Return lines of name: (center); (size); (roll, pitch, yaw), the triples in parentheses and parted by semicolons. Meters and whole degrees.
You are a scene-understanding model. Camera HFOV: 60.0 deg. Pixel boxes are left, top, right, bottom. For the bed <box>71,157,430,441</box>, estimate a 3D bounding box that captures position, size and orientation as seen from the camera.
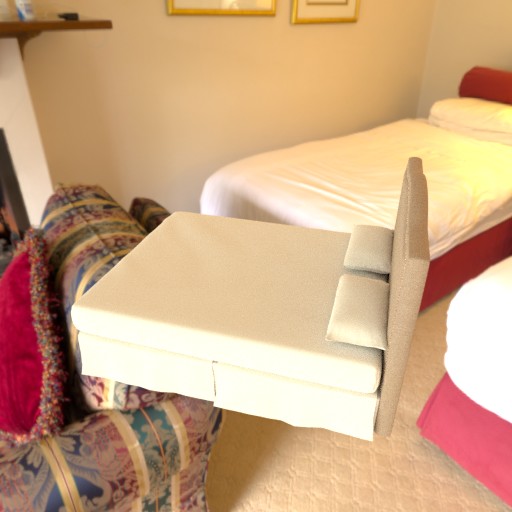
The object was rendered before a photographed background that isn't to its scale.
bed: (0.000, 0.000, 3.457); (2.282, 1.436, 1.821); (9, 31, 14)
